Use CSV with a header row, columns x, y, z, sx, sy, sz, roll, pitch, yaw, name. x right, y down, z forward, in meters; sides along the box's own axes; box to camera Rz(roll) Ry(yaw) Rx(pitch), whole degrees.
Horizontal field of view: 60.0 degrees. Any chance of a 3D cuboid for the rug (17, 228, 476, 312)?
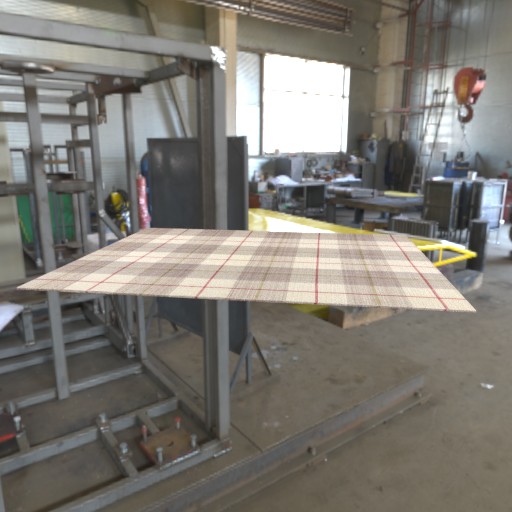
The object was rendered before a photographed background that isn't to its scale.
x,y,z,sx,sy,sz,roll,pitch,yaw,name
0.000,0.000,3.926,2.959,0.016,2.317,2,14,8,rug
